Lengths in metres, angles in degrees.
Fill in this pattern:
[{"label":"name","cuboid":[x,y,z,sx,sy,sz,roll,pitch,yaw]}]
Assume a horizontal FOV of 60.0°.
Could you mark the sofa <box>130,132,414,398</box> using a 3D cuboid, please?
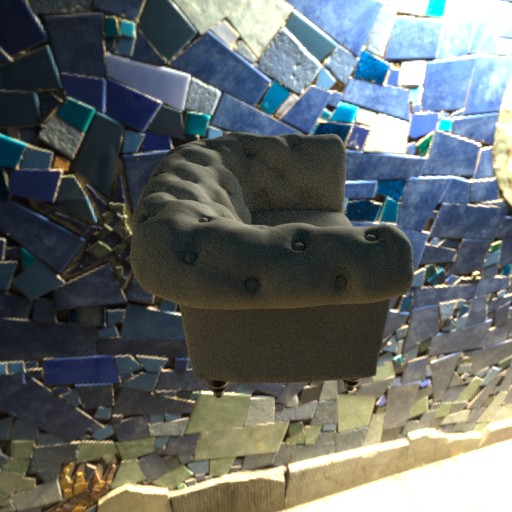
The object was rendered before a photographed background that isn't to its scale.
[{"label":"sofa","cuboid":[0.000,0.000,2.131,1.034,0.878,1.405,-1,31,-1]}]
